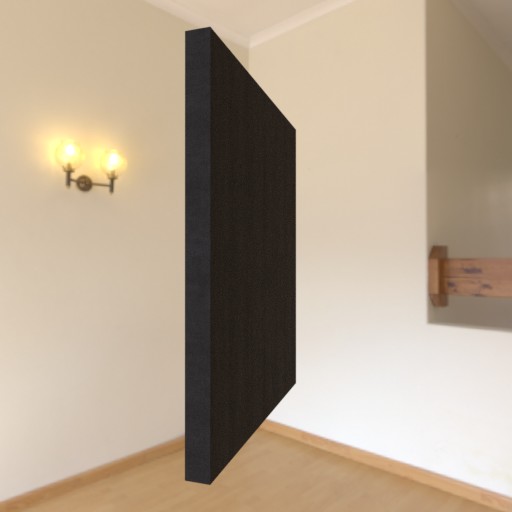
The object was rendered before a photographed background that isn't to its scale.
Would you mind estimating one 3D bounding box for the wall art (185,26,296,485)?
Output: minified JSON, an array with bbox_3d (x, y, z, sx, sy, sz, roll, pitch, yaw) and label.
[{"bbox_3d":[0.000,0.000,0.755,0.034,0.552,0.455,0,0,18],"label":"wall art"}]
